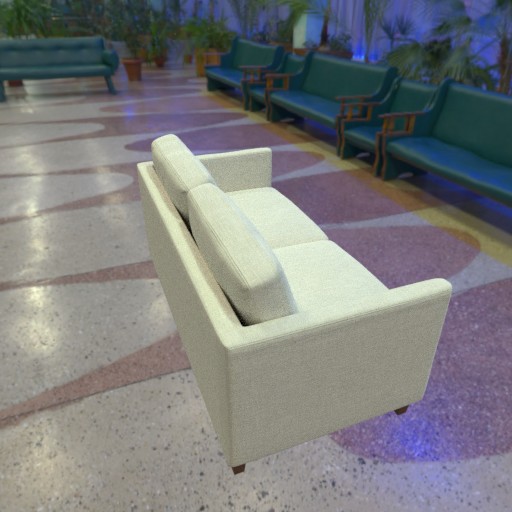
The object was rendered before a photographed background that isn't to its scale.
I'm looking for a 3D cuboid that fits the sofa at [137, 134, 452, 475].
[{"bbox_3d":[0.000,0.000,2.396,0.950,0.963,1.838,-12,33,-18],"label":"sofa"}]
